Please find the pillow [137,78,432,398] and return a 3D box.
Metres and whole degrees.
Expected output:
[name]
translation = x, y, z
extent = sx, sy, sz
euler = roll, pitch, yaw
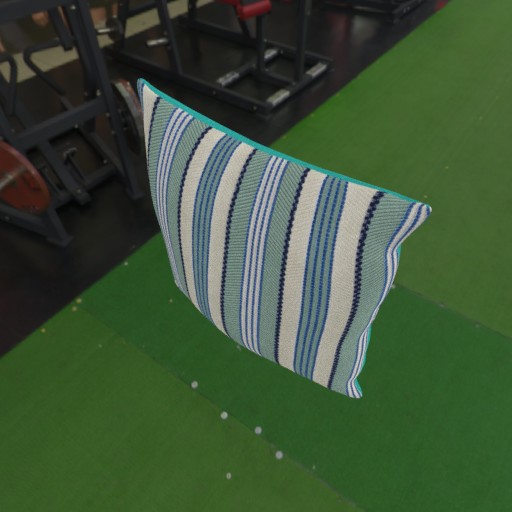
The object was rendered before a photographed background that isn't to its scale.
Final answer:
[pillow]
translation = 0.000, 0.000, 0.682
extent = 0.440, 0.441, 0.182
euler = 30, 54, 25
